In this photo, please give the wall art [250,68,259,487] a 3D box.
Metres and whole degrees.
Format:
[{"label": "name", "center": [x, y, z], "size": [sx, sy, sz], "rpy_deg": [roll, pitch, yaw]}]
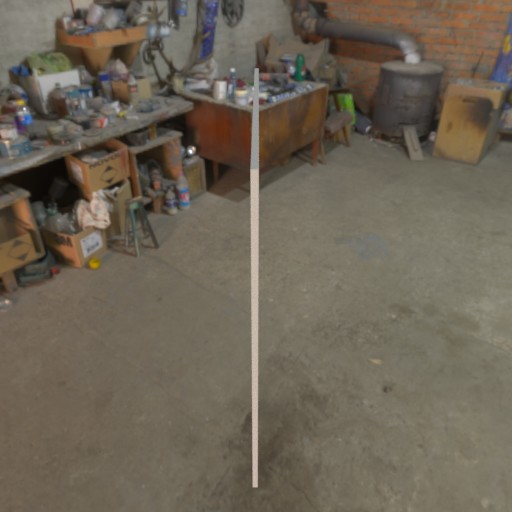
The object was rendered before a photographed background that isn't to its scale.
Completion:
[{"label": "wall art", "center": [0.000, 0.000, 1.195], "size": [0.012, 0.809, 0.809], "rpy_deg": [0, 32, 0]}]
